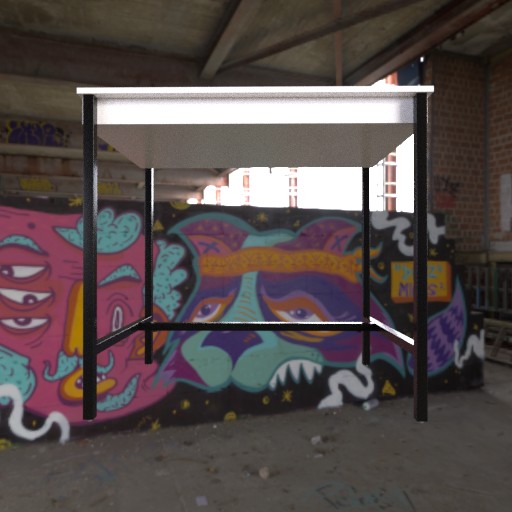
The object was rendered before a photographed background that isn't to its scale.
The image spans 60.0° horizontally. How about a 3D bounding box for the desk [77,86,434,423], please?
[{"bbox_3d":[0.000,0.000,1.291,0.811,0.766,0.573,0,0,1],"label":"desk"}]
